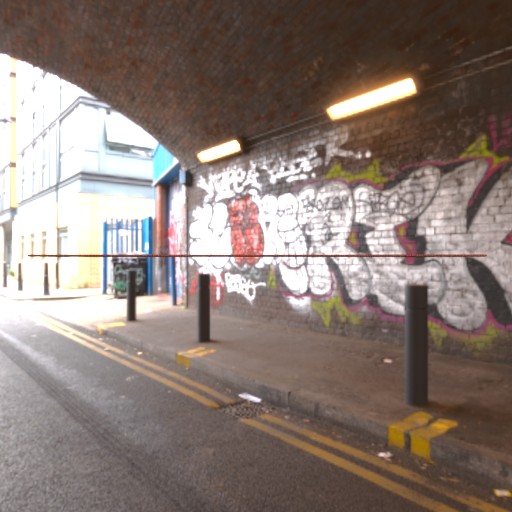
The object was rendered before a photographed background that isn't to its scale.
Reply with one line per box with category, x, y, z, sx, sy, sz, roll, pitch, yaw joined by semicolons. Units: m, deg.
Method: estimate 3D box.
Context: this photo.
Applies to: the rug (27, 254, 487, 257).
rug;0.000;0.000;2.554;2.307;0.012;0.687;0;0;1
